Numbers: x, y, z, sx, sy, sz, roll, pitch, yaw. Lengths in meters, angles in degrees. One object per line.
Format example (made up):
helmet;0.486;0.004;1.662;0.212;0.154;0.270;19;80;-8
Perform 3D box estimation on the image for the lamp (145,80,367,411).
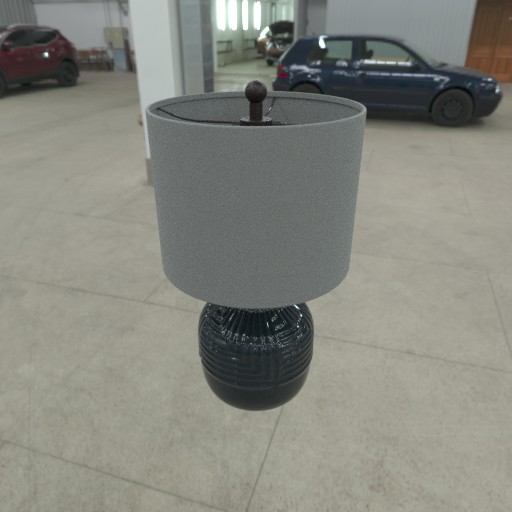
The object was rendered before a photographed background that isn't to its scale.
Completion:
lamp;0.000;0.000;0.765;0.318;0.567;0.318;0;27;0
